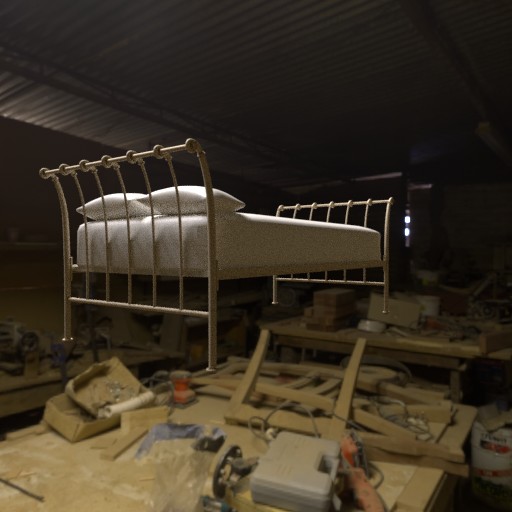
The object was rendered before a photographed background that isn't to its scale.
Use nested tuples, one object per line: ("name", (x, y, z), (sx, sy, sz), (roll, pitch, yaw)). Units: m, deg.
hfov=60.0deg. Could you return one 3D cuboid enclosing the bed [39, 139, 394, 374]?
("bed", (0.000, 0.000, 2.771), (1.032, 0.873, 2.228), (0, 1, 36))
